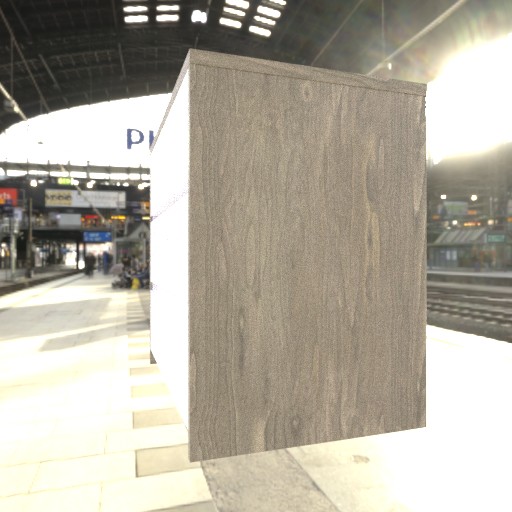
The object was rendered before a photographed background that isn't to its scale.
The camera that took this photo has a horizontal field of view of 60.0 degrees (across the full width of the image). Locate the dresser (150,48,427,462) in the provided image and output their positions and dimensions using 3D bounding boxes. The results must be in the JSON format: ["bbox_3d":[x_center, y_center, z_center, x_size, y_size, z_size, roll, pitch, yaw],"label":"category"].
[{"bbox_3d":[0.000,0.000,1.283,0.529,0.762,0.809,0,0,-19],"label":"dresser"}]
